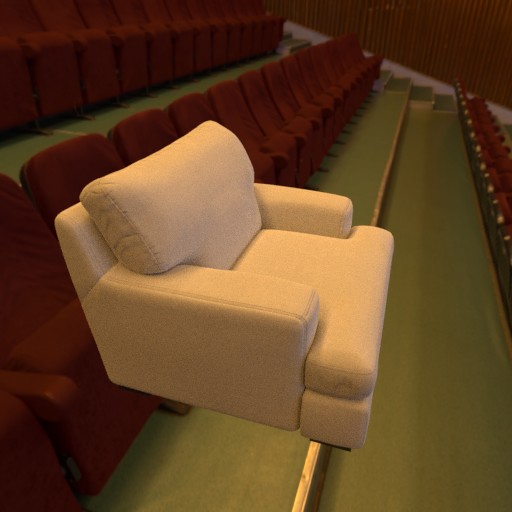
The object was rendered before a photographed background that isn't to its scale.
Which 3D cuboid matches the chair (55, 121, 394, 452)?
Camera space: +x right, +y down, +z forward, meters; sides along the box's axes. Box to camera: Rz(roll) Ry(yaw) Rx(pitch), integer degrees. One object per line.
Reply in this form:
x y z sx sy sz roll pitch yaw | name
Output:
0.000 0.000 1.964 1.158 0.930 1.140 9 31 16 | chair
